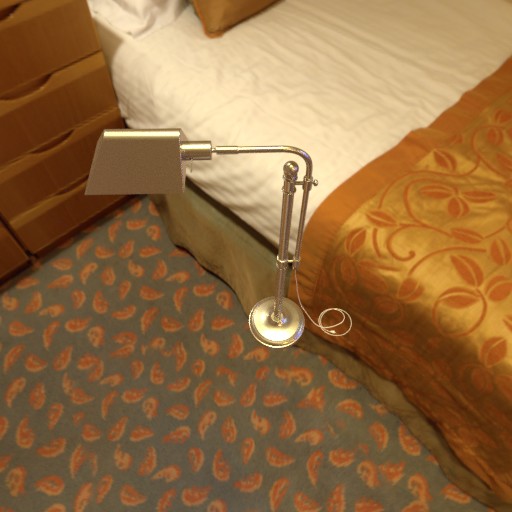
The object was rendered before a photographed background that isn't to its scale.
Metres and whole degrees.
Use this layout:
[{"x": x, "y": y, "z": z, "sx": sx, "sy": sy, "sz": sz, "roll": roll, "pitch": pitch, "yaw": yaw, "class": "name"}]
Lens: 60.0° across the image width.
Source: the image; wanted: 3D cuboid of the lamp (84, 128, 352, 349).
[{"x": 0.000, "y": 0.000, "z": 0.970, "sx": 0.546, "sy": 0.708, "sz": 0.159, "roll": 0, "pitch": 57, "yaw": 0, "class": "lamp"}]
